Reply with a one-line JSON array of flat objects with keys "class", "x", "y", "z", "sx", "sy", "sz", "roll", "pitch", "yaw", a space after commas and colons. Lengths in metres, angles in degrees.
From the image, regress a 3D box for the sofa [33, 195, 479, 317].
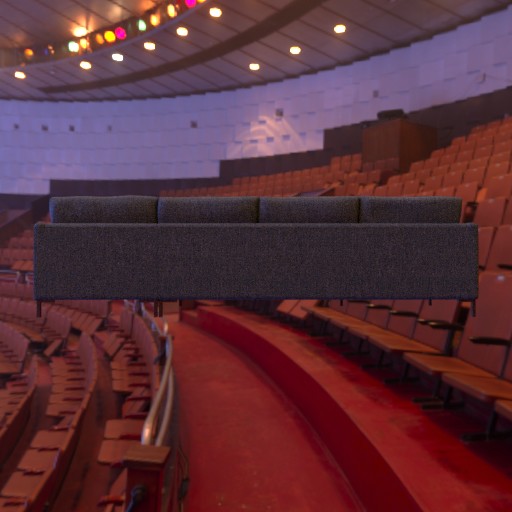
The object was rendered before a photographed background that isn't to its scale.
[{"class": "sofa", "x": 0.000, "y": 0.000, "z": 3.585, "sx": 2.737, "sy": 0.753, "sz": 1.879, "roll": 0, "pitch": 0, "yaw": 0}]
